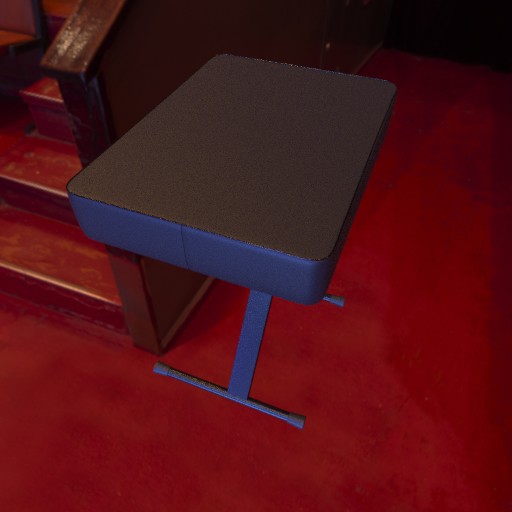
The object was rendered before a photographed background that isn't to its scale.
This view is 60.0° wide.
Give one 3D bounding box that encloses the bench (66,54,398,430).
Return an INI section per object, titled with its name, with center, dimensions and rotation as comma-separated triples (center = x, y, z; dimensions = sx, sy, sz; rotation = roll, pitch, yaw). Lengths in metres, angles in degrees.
[bench]
center = 0.000, 0.000, 0.780
dimensions = 0.321, 0.500, 0.424
rotation = 16, 48, 15
